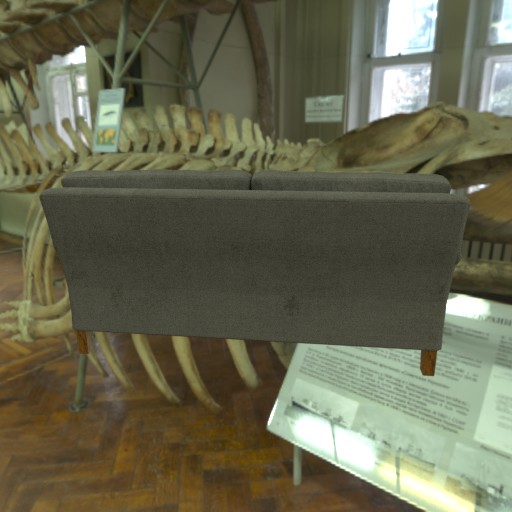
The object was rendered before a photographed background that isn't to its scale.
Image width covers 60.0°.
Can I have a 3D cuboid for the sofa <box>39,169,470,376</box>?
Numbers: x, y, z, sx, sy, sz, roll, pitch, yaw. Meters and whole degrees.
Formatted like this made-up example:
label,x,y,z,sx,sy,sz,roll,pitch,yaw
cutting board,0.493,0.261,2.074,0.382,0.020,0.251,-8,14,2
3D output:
label,x,y,z,sx,sy,sz,roll,pitch,yaw
sofa,0.000,0.000,2.742,2.165,1.087,1.086,2,15,7
